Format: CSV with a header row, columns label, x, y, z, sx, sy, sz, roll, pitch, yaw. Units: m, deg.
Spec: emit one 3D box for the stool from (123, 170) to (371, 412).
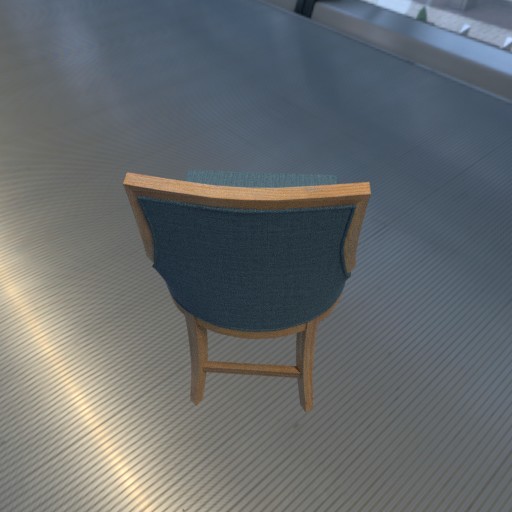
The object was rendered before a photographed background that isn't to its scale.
label,x,y,z,sx,sy,sz,roll,pitch,yaw
stool,0.000,0.000,1.304,0.524,0.938,0.626,3,46,3
